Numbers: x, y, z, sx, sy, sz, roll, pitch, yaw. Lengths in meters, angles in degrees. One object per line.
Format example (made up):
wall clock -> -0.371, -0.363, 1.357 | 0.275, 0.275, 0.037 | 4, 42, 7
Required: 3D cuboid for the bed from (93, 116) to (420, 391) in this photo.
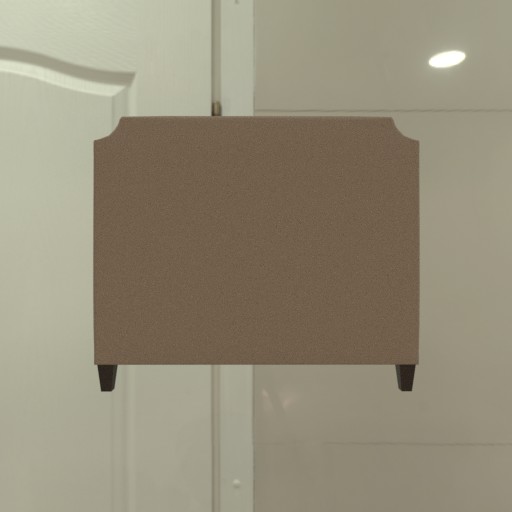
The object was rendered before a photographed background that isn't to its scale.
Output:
bed -> 0.000, 0.000, 3.453 | 1.713, 1.443, 2.372 | 0, -1, 0
